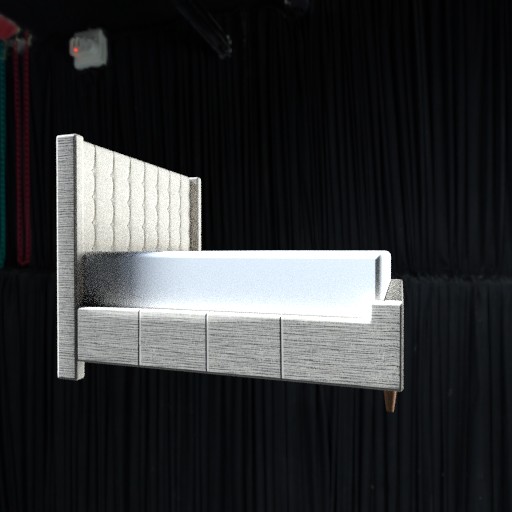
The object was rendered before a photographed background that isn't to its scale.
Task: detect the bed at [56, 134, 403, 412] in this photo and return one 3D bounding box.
[{"bbox_3d":[0.000,0.000,3.765,2.370,1.743,2.045,0,1,18],"label":"bed"}]
